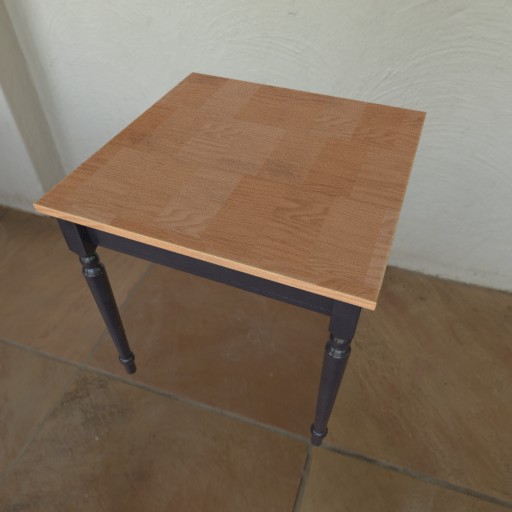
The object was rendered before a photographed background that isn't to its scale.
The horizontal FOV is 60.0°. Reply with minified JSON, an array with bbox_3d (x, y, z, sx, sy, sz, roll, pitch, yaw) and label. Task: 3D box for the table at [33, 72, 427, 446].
[{"bbox_3d":[0.000,0.000,1.371,0.747,0.738,0.747,16,47,15],"label":"table"}]
